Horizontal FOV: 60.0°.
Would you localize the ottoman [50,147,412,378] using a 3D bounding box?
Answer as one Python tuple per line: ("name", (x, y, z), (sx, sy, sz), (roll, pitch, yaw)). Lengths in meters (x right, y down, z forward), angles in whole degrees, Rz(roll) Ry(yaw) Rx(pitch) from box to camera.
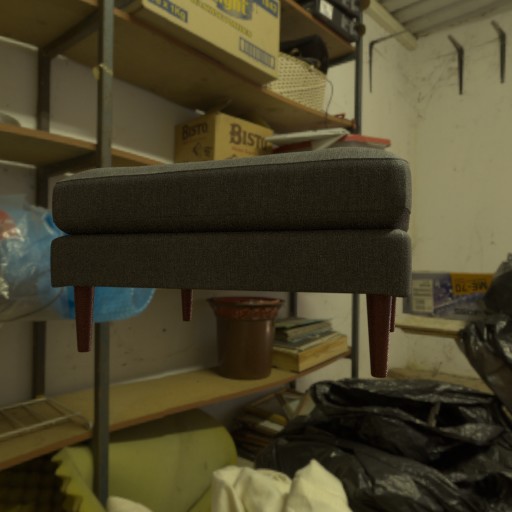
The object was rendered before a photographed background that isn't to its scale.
("ottoman", (0.000, 0.000, 1.246), (0.821, 0.474, 0.693), (0, 0, 19))
